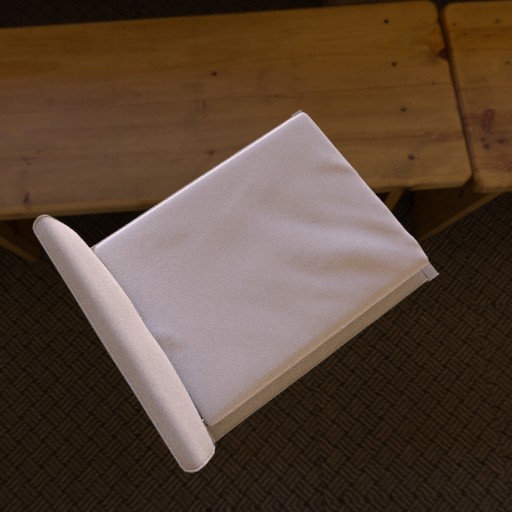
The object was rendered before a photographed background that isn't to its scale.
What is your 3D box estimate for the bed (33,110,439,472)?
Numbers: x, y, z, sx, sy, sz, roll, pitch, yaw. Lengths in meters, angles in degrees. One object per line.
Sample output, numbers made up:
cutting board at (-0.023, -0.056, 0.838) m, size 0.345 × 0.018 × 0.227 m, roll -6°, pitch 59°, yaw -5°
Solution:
bed at (0.000, 0.000, 3.533) m, size 2.498 × 1.126 × 1.980 m, roll -35°, pitch 78°, yaw -8°
